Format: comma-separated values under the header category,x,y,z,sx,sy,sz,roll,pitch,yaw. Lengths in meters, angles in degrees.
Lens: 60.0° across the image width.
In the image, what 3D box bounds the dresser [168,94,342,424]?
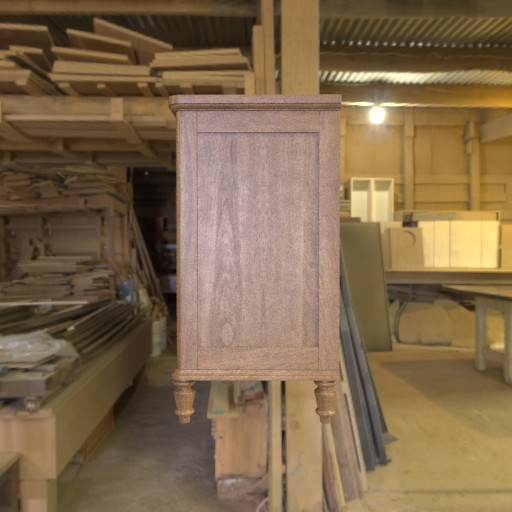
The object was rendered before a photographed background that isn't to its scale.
category,x,y,z,sx,sy,sz,roll,pitch,yaw
dresser,0.000,0.000,1.977,0.468,0.892,1.583,0,1,1
